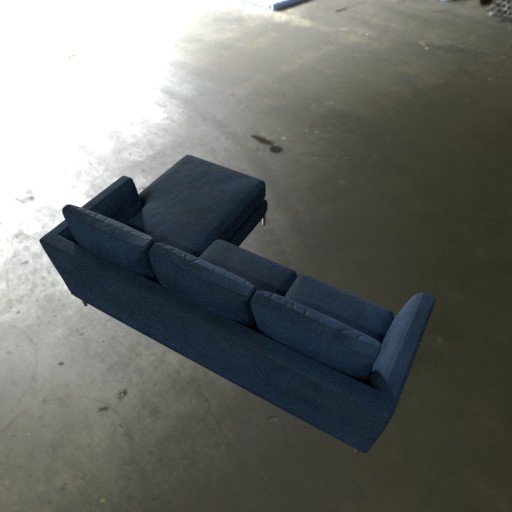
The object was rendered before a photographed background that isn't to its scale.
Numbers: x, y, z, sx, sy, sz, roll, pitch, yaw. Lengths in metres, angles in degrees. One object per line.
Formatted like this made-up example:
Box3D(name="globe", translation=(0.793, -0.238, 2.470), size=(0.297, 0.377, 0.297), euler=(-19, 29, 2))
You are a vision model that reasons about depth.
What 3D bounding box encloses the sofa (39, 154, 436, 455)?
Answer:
Box3D(name="sofa", translation=(0.000, 0.000, 3.201), size=(2.438, 0.987, 1.622), euler=(23, 51, 20))
